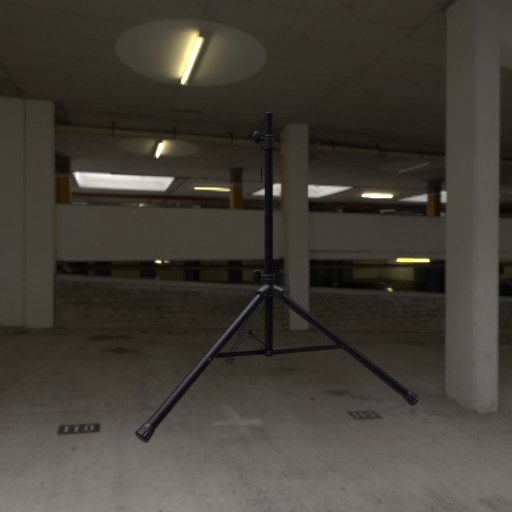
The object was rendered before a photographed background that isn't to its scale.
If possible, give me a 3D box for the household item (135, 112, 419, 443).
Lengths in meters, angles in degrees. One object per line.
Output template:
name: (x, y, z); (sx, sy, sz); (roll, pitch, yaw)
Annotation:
household item: (0.000, 0.000, 1.910); (1.045, 1.136, 0.907); (0, 0, -18)
